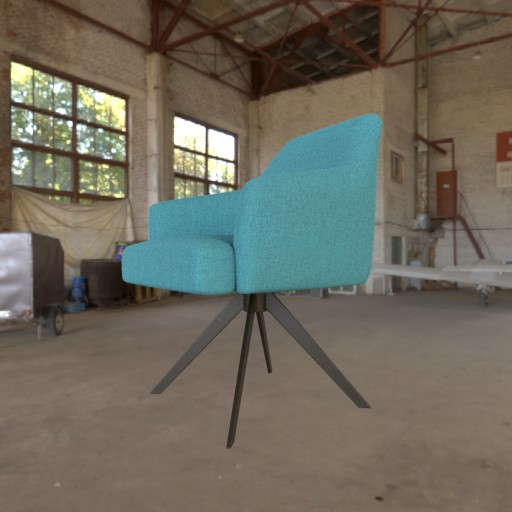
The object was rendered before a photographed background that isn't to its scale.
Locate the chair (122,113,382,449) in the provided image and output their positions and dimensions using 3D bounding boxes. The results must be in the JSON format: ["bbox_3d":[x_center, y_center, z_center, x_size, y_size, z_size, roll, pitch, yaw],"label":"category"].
[{"bbox_3d":[0.000,0.000,1.346,0.677,0.874,0.642,0,0,-34],"label":"chair"}]
